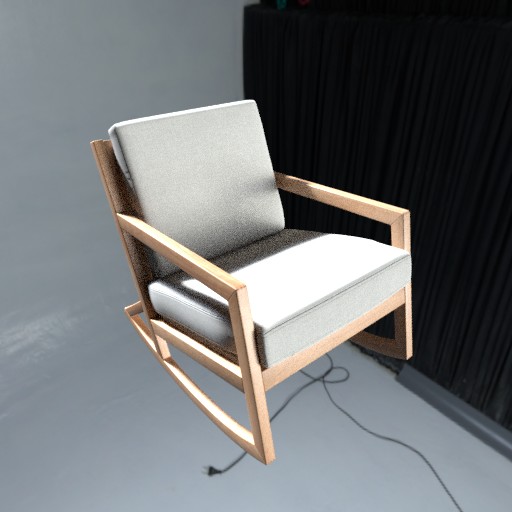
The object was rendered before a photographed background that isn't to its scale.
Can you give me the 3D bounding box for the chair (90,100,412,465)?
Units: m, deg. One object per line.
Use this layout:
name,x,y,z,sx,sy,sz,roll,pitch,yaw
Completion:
chair,0.000,0.000,1.413,0.622,0.790,0.857,-23,38,-32
